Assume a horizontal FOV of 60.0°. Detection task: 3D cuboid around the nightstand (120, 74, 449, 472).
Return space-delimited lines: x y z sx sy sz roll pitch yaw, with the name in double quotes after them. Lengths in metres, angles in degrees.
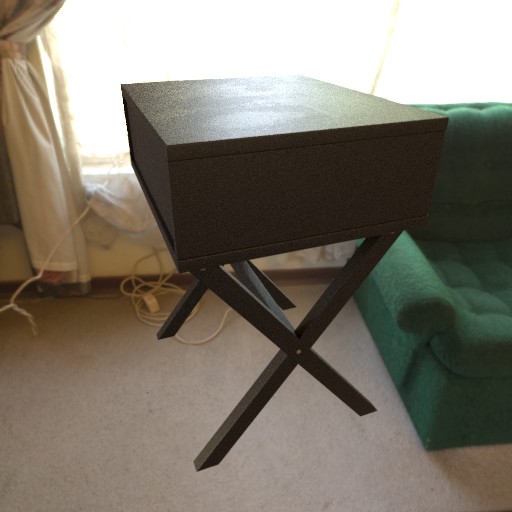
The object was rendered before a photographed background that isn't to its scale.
0.000 0.000 0.911 0.402 0.623 0.479 -11 31 -18 "nightstand"
